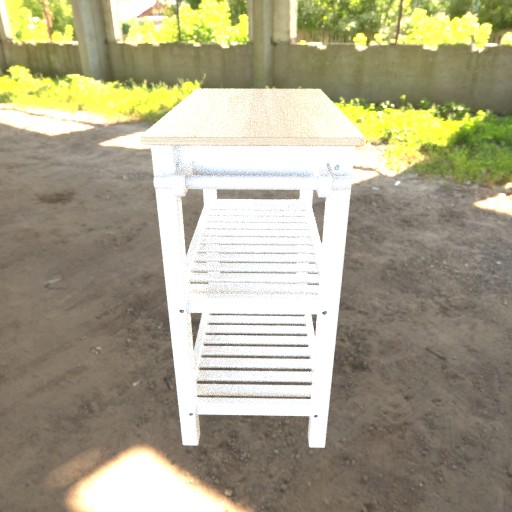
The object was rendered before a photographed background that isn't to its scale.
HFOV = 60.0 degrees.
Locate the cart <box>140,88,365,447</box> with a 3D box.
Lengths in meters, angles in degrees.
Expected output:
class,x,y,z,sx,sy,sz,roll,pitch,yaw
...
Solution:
class,x,y,z,sx,sy,sz,roll,pitch,yaw
cart,0.000,0.000,1.444,0.457,0.927,0.899,1,27,1
